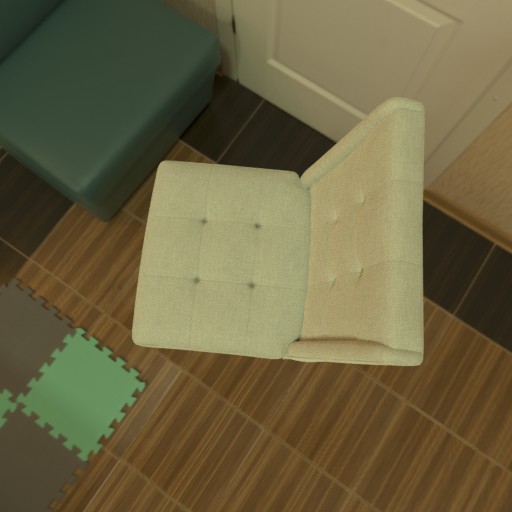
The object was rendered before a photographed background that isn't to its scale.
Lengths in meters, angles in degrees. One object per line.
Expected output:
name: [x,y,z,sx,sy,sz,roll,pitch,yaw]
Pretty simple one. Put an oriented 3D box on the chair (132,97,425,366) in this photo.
chair: [0.000,0.000,1.285,0.676,0.853,0.569,5,77,1]
